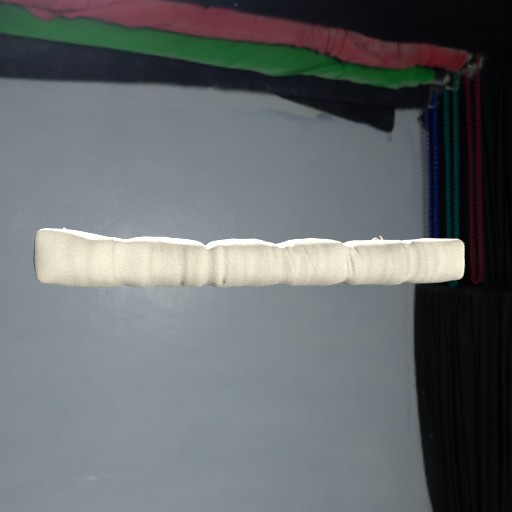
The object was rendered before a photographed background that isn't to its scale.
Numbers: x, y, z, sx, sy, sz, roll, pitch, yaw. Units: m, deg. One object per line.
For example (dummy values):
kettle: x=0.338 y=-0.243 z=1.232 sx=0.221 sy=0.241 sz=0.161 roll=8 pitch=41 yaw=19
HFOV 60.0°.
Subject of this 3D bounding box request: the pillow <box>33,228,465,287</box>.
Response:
pillow: x=0.000 y=0.000 z=1.328 sx=1.194 sy=0.174 sz=0.511 roll=1 pitch=-2 yaw=-18
